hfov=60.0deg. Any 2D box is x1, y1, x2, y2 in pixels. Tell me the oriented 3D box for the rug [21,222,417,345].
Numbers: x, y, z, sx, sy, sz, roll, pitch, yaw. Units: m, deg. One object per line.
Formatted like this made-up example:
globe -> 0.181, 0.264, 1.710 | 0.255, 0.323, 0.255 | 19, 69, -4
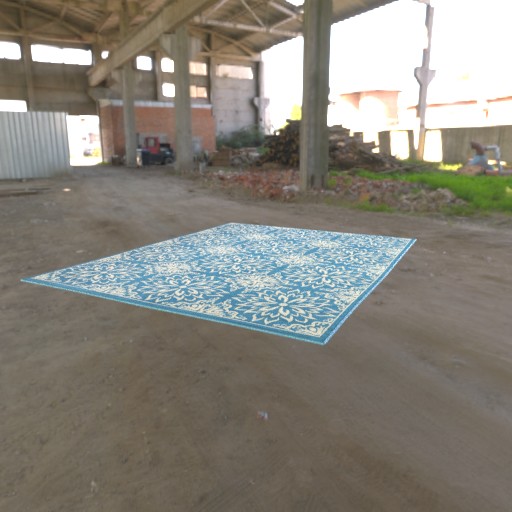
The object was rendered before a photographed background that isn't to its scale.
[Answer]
rug -> 0.000, 0.000, 3.992 | 2.350, 0.018, 2.964 | 7, 15, 27
